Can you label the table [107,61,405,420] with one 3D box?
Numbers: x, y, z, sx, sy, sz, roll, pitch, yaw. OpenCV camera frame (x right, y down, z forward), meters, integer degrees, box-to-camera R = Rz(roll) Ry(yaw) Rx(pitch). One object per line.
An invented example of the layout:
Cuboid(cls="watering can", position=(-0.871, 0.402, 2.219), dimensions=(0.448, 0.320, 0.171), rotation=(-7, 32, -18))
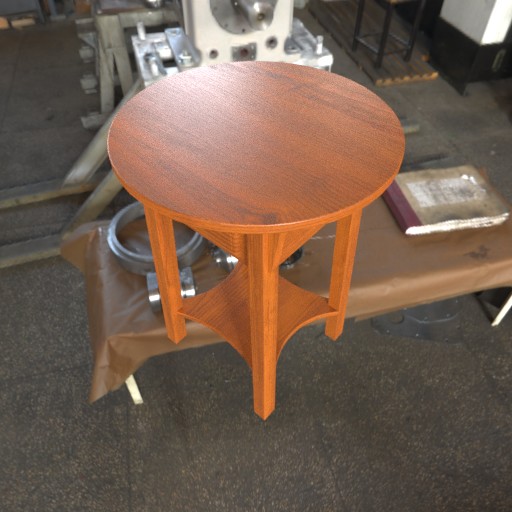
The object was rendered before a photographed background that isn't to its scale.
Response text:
Cuboid(cls="table", position=(0.000, 0.000, 0.920), dimensions=(0.457, 0.610, 0.457), rotation=(0, 47, 0))
